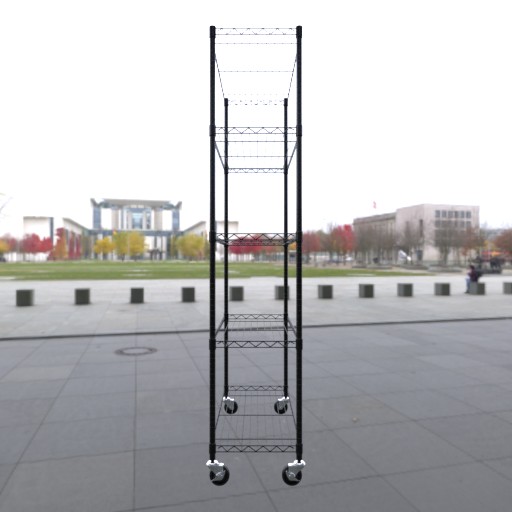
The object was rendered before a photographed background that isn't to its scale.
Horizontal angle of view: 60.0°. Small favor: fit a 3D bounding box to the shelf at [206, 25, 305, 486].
[{"bbox_3d":[0.000,0.000,1.950,0.356,1.645,0.762,0,0,0],"label":"shelf"}]
